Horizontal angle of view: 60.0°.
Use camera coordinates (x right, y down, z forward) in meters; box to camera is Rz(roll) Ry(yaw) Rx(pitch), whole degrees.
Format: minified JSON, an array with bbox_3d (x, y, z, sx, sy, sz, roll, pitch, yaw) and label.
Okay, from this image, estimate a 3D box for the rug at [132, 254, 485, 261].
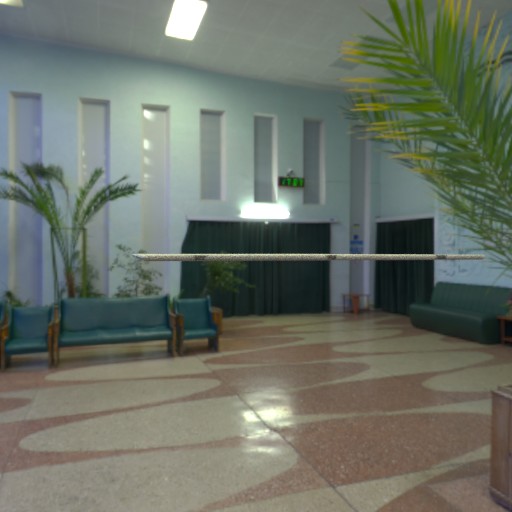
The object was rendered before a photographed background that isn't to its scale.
[{"bbox_3d":[0.000,0.000,3.419,1.801,0.026,2.701,0,0,-17],"label":"rug"}]
